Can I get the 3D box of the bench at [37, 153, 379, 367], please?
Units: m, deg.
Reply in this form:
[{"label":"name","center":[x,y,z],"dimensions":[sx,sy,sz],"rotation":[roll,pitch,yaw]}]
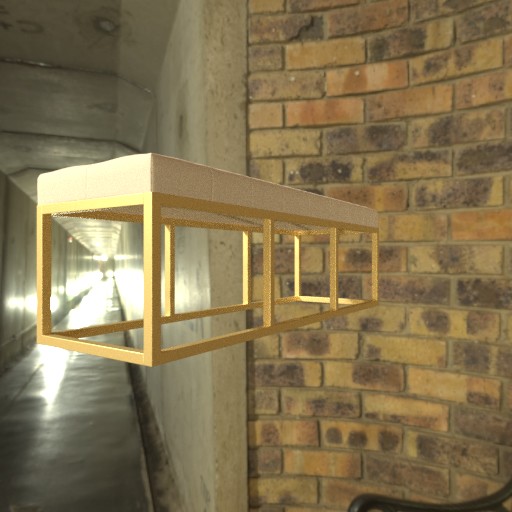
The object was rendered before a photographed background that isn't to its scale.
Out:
[{"label":"bench","center":[0.000,0.000,1.695],"dimensions":[0.457,0.484,1.473],"rotation":[0,0,34]}]
